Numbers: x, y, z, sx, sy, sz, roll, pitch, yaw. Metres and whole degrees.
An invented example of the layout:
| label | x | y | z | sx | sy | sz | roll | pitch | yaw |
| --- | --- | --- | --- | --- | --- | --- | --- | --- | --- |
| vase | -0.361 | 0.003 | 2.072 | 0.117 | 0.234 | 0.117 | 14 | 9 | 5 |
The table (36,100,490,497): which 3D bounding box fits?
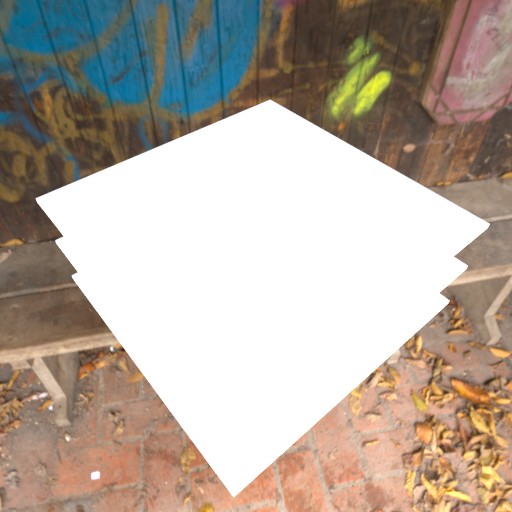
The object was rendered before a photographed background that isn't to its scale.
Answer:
| label | x | y | z | sx | sy | sz | roll | pitch | yaw |
| --- | --- | --- | --- | --- | --- | --- | --- | --- | --- |
| table | 0.000 | 0.000 | 1.069 | 0.700 | 0.289 | 0.700 | -32 | 54 | -26 |
